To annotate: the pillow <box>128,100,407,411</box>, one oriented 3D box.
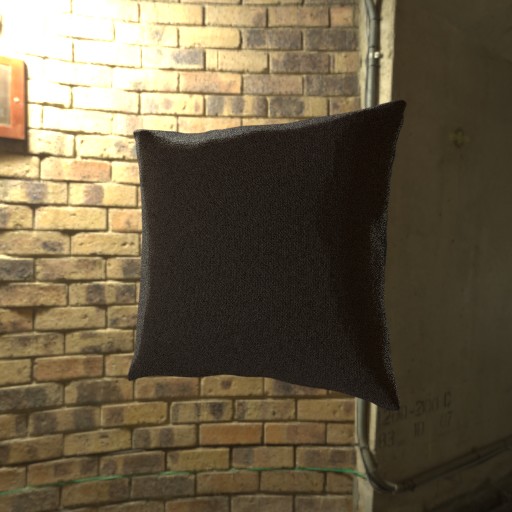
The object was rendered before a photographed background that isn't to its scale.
[{"bbox_3d":[0.000,0.000,0.697,0.452,0.439,0.204,0,-1,18],"label":"pillow"}]
